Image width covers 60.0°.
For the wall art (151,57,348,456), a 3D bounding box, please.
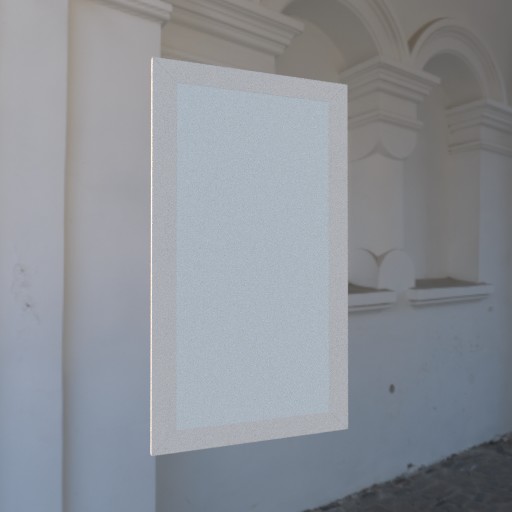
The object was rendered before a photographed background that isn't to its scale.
[{"bbox_3d":[0.000,0.000,0.824,0.380,0.683,0.013,0,-1,-19],"label":"wall art"}]
